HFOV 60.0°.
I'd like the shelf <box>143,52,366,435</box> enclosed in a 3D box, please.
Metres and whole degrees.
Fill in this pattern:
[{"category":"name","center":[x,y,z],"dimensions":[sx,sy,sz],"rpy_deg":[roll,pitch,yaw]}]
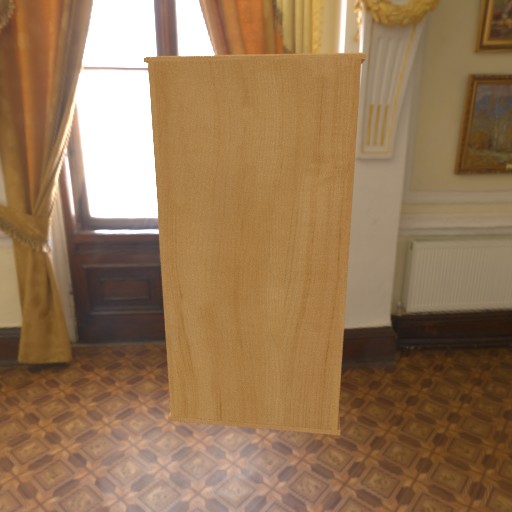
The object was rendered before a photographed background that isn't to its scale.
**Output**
[{"category":"shelf","center":[0.000,0.000,1.259],"dimensions":[0.520,1.030,0.175],"rpy_deg":[2,17,7]}]
